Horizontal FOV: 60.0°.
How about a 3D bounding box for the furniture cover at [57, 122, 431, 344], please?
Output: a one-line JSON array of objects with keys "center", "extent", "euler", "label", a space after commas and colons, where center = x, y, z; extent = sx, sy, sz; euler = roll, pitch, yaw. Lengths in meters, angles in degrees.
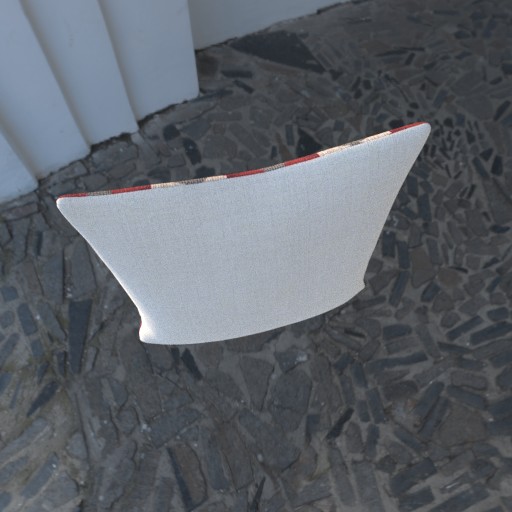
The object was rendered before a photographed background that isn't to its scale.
[{"center": [0.000, 0.000, 0.662], "extent": [0.435, 0.420, 0.145], "euler": [-13, 60, -7], "label": "furniture cover"}]
